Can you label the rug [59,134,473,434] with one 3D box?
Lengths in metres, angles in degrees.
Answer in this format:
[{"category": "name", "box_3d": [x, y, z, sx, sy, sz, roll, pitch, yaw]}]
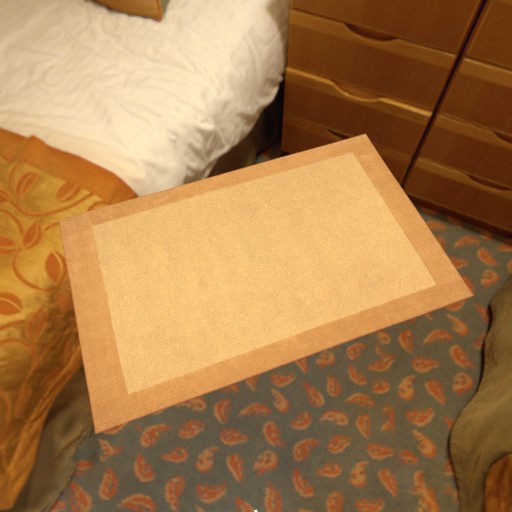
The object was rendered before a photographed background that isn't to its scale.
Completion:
[{"category": "rug", "box_3d": [0.000, 0.000, 3.007, 2.438, 0.014, 1.524, -18, 62, -10]}]
